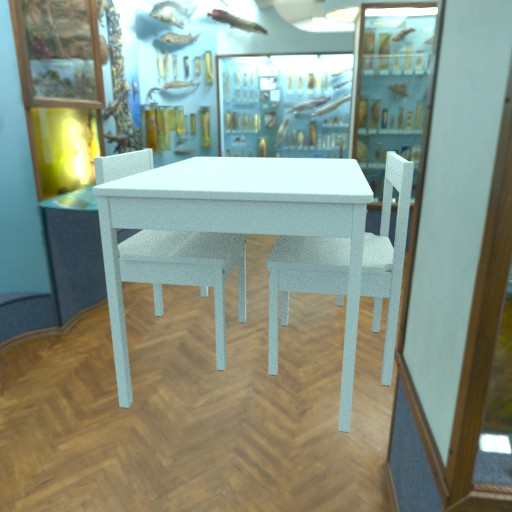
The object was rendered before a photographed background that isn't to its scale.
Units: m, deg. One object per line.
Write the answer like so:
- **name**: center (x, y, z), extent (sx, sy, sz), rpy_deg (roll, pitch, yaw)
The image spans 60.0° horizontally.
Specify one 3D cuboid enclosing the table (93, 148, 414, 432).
- **table**: center (0.000, 0.000, 1.120), extent (0.672, 0.503, 0.650), rpy_deg (3, 18, 9)
